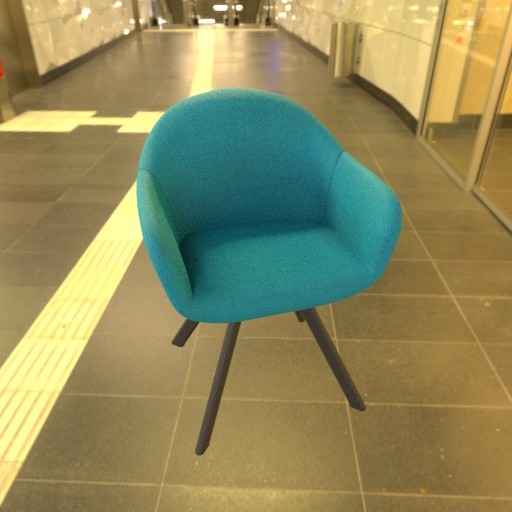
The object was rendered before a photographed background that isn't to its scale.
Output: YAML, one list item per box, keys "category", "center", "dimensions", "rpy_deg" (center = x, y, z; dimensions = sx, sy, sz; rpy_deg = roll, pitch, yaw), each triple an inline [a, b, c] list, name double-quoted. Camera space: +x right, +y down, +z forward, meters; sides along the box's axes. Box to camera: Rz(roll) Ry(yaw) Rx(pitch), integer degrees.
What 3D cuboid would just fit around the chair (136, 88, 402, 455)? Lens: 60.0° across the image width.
- category: "chair"
  center: [0.000, 0.000, 1.217]
  dimensions: [0.590, 0.795, 0.550]
  rpy_deg: [-9, 32, -15]
